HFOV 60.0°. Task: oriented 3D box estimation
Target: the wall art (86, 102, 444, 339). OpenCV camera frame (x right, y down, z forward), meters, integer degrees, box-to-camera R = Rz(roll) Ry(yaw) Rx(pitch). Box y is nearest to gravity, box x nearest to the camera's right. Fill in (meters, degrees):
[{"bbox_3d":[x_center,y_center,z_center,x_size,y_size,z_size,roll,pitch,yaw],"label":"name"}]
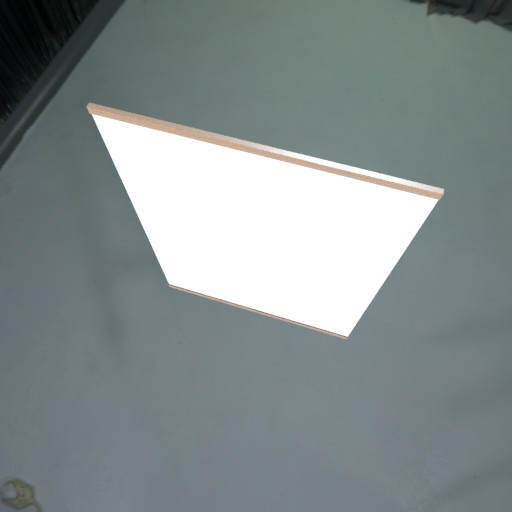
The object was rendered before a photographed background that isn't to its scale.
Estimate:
[{"bbox_3d":[0.000,0.000,1.361,0.758,1.016,0.013,16,65,8],"label":"wall art"}]
